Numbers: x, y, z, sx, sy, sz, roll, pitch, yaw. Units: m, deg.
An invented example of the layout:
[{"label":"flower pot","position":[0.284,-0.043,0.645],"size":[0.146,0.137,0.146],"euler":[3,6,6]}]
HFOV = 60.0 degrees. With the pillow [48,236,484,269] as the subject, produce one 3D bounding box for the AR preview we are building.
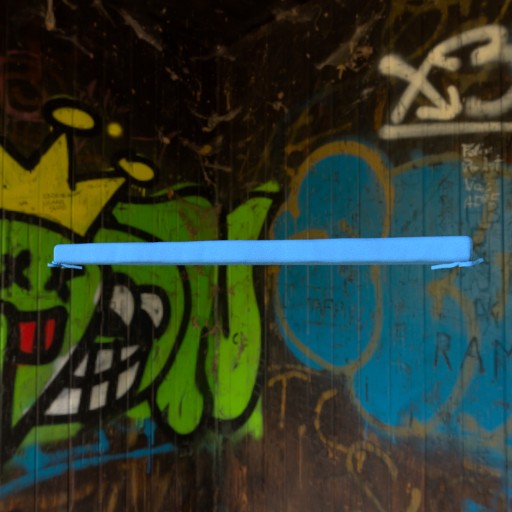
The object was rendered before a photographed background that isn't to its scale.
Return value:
[{"label":"pillow","position":[0.000,0.000,1.345],"size":[1.187,0.081,0.492],"euler":[0,-2,18]}]
